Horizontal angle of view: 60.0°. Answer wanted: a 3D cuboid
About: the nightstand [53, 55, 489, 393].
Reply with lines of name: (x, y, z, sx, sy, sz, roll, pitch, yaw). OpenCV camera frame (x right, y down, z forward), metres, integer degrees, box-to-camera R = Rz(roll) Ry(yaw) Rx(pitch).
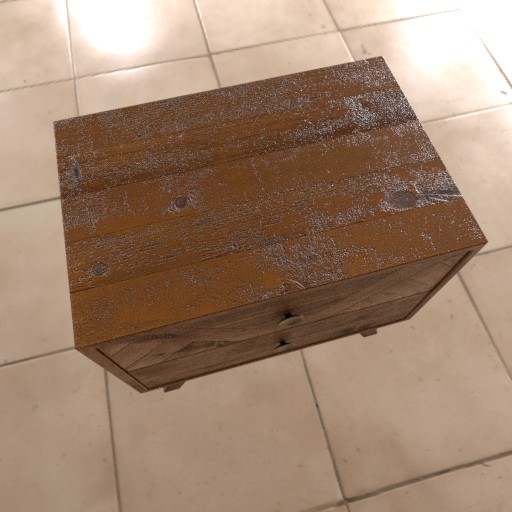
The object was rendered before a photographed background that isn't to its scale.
nightstand: (0.000, 0.000, 1.025, 0.650, 0.599, 0.450, -14, 65, -7)
